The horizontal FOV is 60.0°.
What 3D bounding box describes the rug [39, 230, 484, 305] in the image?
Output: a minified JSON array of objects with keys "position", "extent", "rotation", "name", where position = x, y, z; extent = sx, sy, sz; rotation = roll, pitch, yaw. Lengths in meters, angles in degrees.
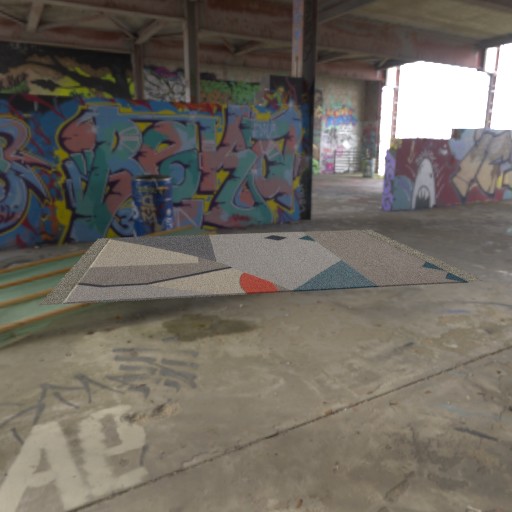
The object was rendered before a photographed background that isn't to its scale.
[{"position":[0.000,0.000,2.363],"extent":[1.828,0.005,1.220],"rotation":[-2,14,-9],"name":"rug"}]
